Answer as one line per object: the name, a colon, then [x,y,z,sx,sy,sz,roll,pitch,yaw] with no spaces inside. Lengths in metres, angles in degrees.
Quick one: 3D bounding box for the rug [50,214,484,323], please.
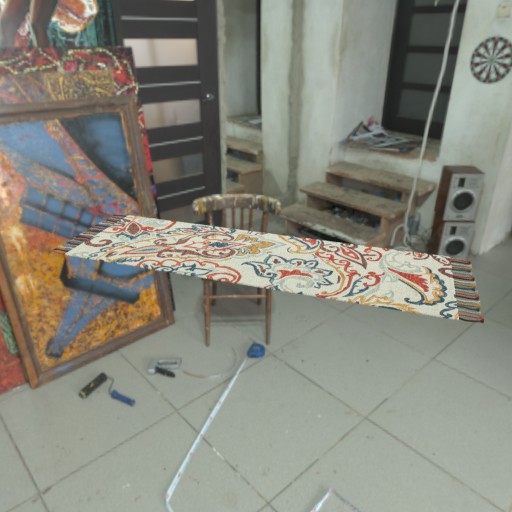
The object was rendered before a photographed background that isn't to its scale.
rug: [0.000,0.000,2.936,2.682,0.015,0.763,8,27,16]
